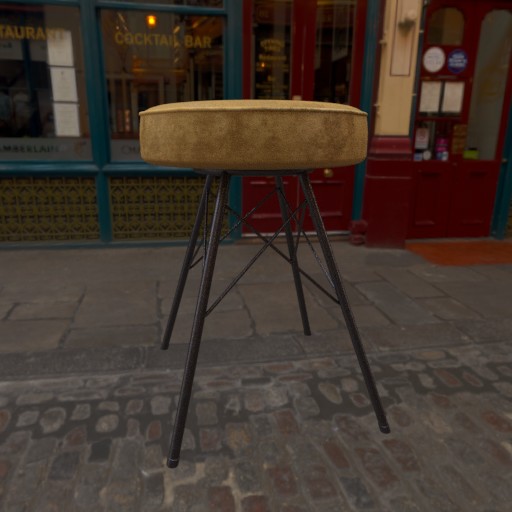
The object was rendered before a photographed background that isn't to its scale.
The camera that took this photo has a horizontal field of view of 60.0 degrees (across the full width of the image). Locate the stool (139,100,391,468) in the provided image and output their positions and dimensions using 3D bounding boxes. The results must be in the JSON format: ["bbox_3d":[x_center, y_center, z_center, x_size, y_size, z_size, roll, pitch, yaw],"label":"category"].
[{"bbox_3d":[0.000,0.000,0.924,0.438,0.595,0.472,-3,15,-10],"label":"stool"}]
